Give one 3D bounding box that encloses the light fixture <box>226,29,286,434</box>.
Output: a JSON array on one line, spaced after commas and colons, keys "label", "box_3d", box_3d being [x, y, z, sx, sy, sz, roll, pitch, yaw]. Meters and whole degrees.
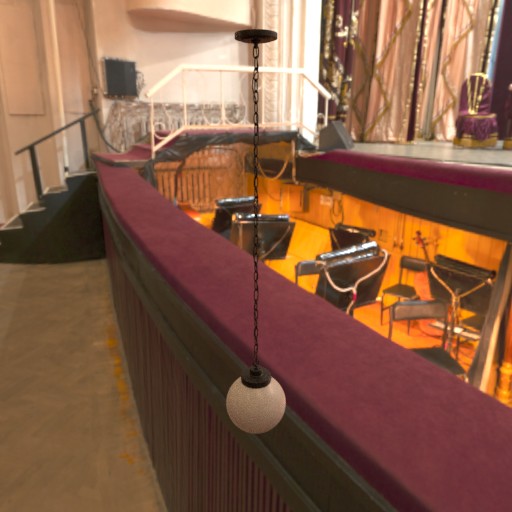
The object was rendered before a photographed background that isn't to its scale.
[{"label": "light fixture", "box_3d": [0.000, 0.000, 2.048, 0.305, 1.867, 0.304, -10, 19, -29]}]
